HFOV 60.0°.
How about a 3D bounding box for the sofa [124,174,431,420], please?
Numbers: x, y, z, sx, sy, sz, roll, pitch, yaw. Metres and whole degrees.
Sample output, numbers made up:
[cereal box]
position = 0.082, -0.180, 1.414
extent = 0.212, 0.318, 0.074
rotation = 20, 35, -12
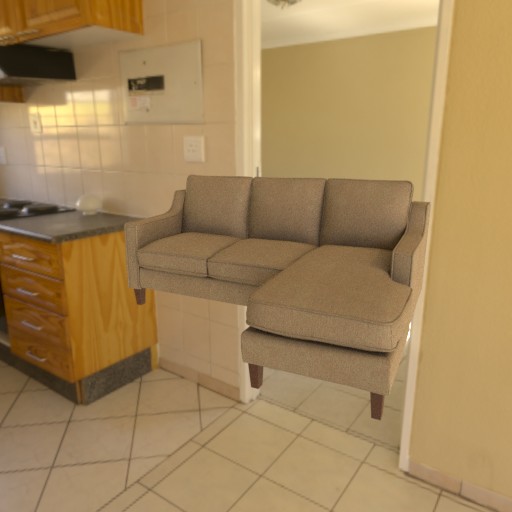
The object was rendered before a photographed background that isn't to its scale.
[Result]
[sofa]
position = 0.000, 0.000, 3.317
extent = 2.317, 1.081, 1.858
rotation = 7, 16, 24
